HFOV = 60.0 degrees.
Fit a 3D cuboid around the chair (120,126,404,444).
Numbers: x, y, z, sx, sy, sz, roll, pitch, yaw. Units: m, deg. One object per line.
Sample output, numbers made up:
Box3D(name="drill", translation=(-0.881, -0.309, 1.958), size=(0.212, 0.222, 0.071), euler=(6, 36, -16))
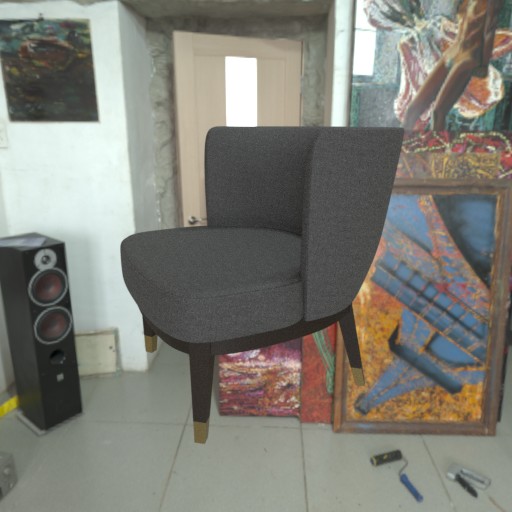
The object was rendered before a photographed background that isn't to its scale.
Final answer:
Box3D(name="chair", translation=(0.000, 0.000, 1.242), size=(0.698, 0.695, 0.639), euler=(-8, 18, -25))
